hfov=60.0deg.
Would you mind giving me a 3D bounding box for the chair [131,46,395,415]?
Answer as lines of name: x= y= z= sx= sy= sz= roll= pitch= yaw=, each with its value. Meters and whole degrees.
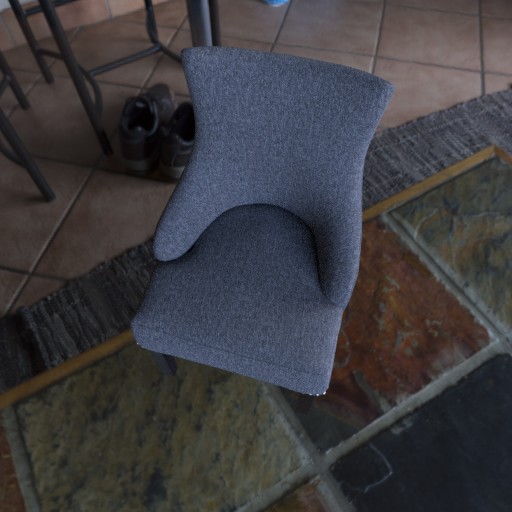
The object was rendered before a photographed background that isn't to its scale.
chair: x=0.000 y=0.000 z=1.271 sx=0.566 sy=0.909 sz=0.629 roll=13 pitch=58 yaw=9
